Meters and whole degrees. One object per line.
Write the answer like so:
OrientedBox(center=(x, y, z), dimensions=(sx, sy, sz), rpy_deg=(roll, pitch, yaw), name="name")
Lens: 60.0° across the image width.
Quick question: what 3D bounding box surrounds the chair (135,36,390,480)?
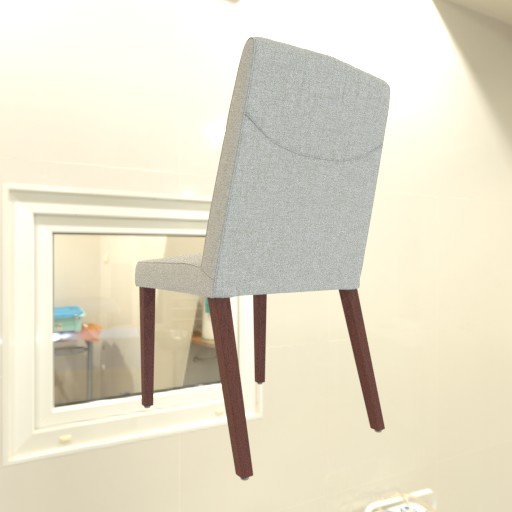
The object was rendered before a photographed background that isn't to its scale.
OrientedBox(center=(0.000, 0.000, 1.221), dimensions=(0.480, 0.900, 0.594), rpy_deg=(0, 0, -36), name="chair")
